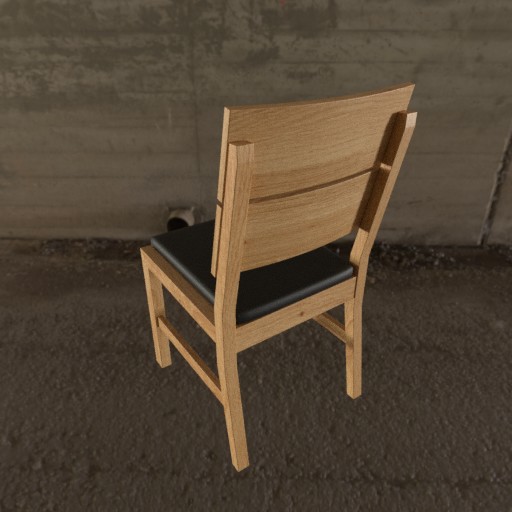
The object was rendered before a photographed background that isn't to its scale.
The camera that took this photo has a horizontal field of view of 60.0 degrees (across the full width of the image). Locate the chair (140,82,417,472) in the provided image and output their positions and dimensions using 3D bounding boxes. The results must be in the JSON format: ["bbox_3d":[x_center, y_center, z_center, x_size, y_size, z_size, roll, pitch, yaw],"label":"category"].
[{"bbox_3d":[0.000,0.000,1.261,0.475,0.950,0.569,-19,35,-30],"label":"chair"}]
